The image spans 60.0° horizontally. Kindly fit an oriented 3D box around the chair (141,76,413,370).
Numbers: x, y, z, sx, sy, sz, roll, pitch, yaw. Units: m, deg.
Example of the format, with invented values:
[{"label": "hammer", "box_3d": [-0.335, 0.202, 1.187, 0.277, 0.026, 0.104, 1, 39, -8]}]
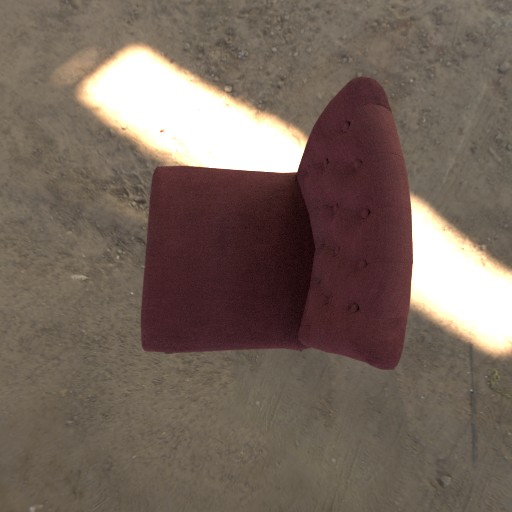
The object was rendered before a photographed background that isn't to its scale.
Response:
[{"label": "chair", "box_3d": [0.000, 0.000, 1.184, 0.605, 0.750, 0.582, 1, 76, 0]}]
